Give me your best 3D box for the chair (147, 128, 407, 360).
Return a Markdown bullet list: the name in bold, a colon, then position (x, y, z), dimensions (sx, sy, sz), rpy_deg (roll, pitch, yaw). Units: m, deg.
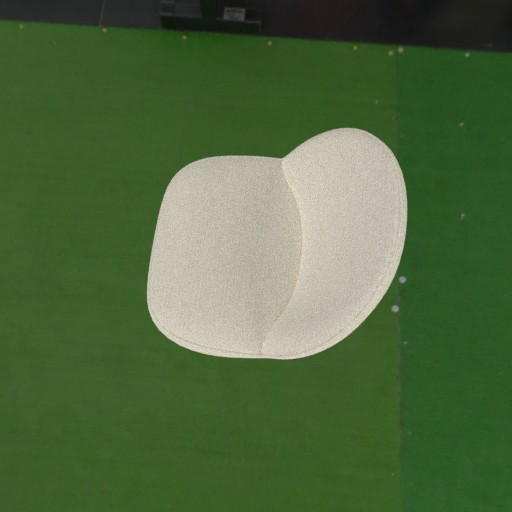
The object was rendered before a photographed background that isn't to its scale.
- **chair**: position (0.000, 0.000, 1.164), dimensions (0.540, 0.838, 0.532), rpy_deg (6, 76, 2)
